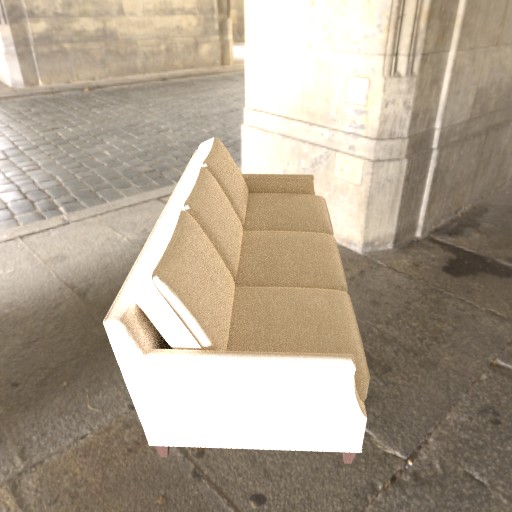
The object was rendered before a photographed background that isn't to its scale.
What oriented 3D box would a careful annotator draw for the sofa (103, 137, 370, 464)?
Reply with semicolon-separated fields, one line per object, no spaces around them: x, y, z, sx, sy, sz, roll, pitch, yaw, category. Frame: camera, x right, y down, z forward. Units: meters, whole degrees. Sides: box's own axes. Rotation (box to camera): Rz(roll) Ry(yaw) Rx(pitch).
0.000;0.000;2.732;1.041;0.940;2.210;1;30;2;sofa
